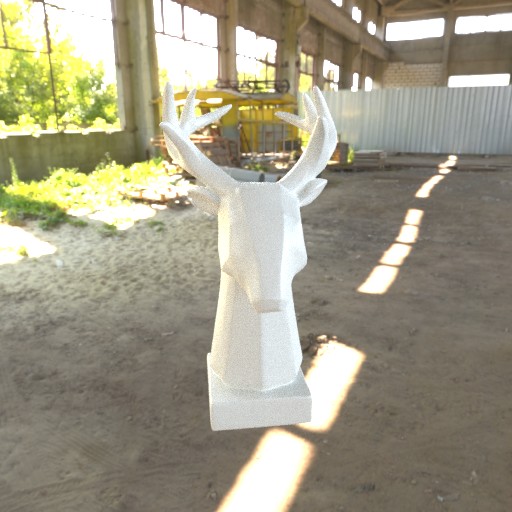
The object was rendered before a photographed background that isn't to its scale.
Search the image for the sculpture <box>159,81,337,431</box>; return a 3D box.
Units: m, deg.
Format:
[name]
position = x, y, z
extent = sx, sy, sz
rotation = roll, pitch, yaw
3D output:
[sculpture]
position = 0.000, 0.000, 0.448
extent = 0.174, 0.329, 0.224
rotation = -2, 17, -7
